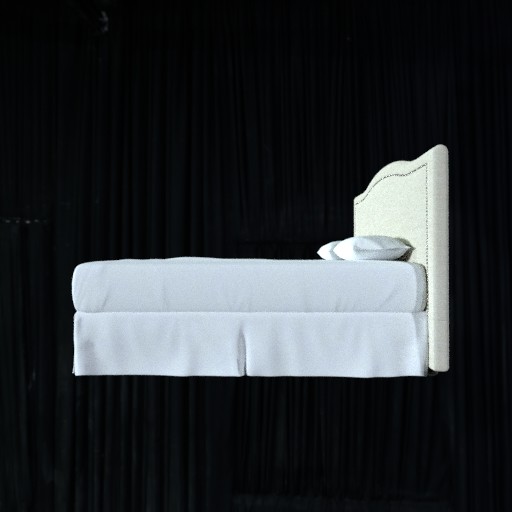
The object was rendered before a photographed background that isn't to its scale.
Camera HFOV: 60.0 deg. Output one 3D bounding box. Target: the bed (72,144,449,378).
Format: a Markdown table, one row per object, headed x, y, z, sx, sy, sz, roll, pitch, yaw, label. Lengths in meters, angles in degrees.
| x | y | z | sx | sy | sz | roll | pitch | yaw | label |
| --- | --- | --- | --- | --- | --- | --- | --- | --- | --- |
| 0.000 | 0.000 | 3.517 | 2.182 | 1.421 | 2.083 | 0 | 0 | 0 | bed |
